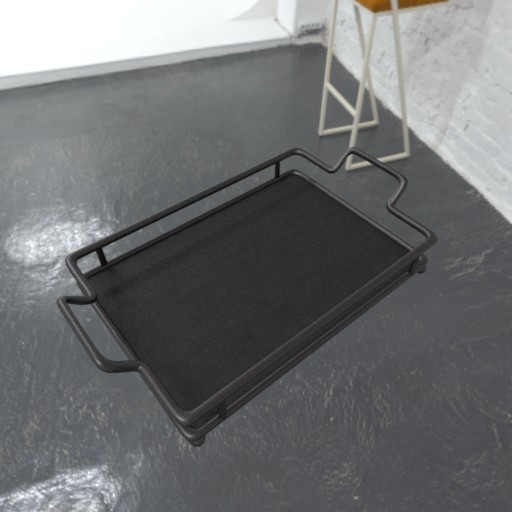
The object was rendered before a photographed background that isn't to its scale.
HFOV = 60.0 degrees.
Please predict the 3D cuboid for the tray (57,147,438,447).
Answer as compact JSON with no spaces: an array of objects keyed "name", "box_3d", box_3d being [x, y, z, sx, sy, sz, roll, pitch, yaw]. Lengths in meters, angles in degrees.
[{"name":"tray","box_3d":[0.000,0.000,0.609,0.495,0.101,0.297,-31,54,-26]}]
